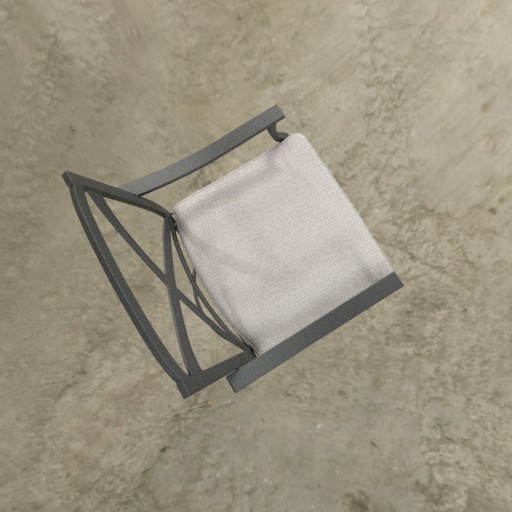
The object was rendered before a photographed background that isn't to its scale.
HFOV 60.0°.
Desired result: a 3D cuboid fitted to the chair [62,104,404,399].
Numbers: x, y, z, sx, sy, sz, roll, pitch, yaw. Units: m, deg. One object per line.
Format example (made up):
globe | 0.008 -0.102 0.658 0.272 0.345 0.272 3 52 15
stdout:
chair | 0.000 0.000 1.272 0.620 0.889 0.575 -31 78 -7
